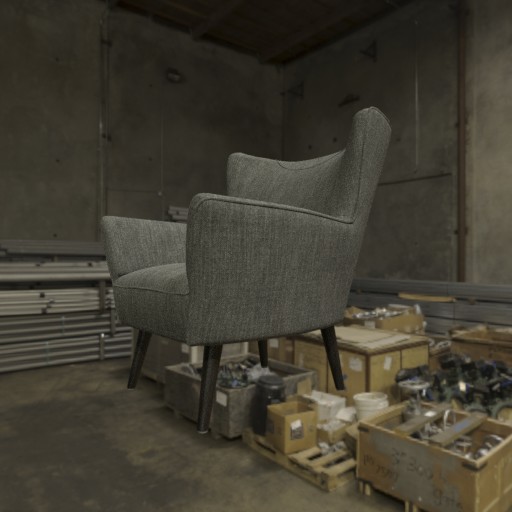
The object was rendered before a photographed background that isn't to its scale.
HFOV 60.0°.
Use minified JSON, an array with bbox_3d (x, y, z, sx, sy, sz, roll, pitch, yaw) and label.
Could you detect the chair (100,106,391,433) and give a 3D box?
[{"bbox_3d":[0.000,0.000,1.583,0.888,0.933,0.781,1,-1,-37],"label":"chair"}]
